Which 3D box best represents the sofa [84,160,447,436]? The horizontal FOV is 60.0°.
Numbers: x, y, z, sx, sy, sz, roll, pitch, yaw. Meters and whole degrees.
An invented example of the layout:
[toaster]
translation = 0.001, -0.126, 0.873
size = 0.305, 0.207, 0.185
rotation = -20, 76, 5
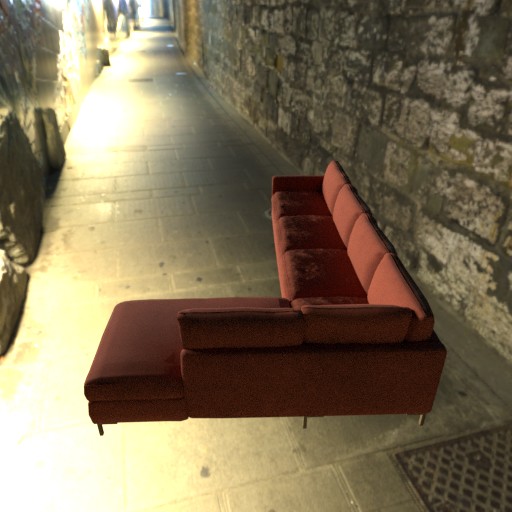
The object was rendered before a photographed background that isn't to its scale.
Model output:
[sofa]
translation = 0.000, 0.000, 3.462
size = 1.879, 0.757, 2.736
rotation = -1, 29, -1
